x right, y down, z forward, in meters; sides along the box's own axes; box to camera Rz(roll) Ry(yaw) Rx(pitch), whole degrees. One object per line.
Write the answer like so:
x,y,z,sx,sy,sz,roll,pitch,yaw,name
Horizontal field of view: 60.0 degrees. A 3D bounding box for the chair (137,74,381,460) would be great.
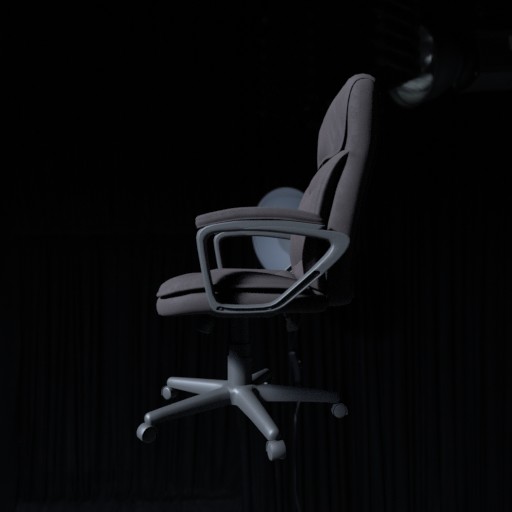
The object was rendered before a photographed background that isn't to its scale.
0.000,0.000,1.513,0.724,1.105,0.667,0,1,-1,chair
